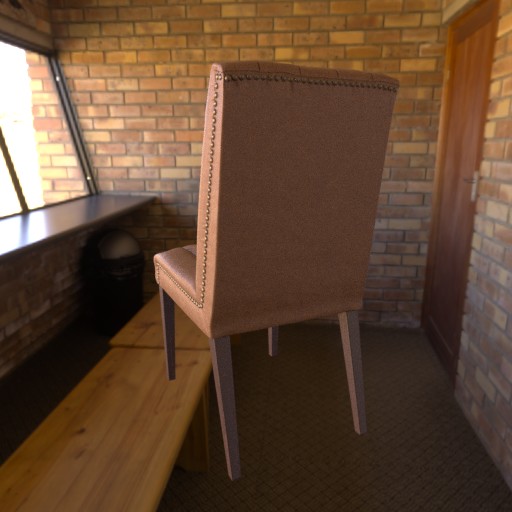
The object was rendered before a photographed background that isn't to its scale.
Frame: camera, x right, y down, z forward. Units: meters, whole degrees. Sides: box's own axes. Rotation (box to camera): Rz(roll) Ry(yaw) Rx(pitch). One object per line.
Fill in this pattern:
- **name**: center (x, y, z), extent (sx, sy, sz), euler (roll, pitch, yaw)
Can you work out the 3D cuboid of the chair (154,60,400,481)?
- **chair**: center (0.000, 0.000, 1.377), extent (0.511, 1.016, 0.647), euler (-7, 16, -26)
